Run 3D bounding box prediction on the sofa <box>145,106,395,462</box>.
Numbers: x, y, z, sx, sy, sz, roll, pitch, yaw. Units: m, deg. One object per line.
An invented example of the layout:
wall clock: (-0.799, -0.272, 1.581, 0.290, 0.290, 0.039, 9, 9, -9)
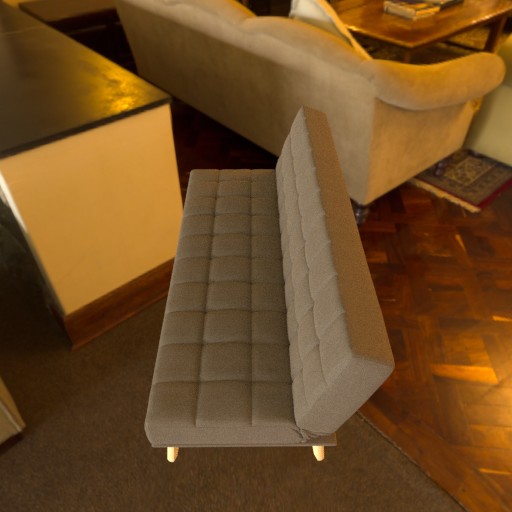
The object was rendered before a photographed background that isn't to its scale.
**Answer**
sofa: (0.000, 0.000, 2.263, 0.860, 0.810, 1.800, 0, 43, 0)
